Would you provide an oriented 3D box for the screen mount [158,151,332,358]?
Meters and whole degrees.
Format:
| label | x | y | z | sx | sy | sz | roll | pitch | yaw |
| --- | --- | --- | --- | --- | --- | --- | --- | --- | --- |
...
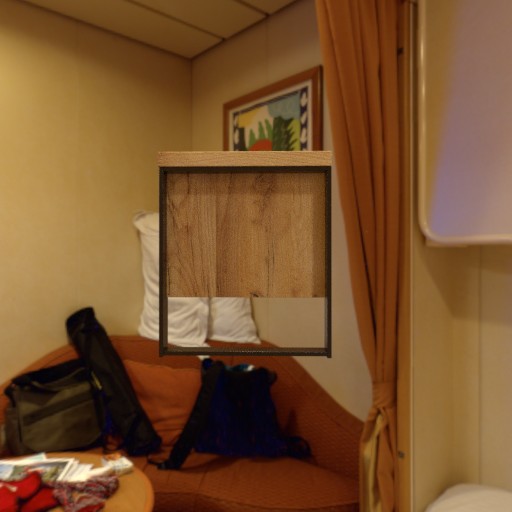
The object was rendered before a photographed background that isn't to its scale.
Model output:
| label | x | y | z | sx | sy | sz | roll | pitch | yaw |
| --- | --- | --- | --- | --- | --- | --- | --- | --- | --- |
| screen mount | 0.000 | 0.000 | 1.726 | 0.395 | 0.450 | 1.524 | 0 | 0 | 1 |
